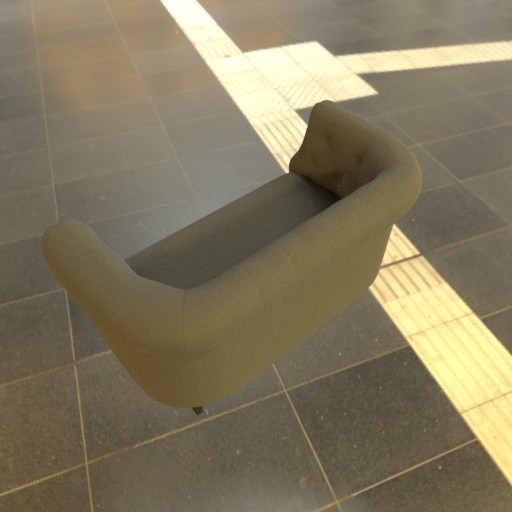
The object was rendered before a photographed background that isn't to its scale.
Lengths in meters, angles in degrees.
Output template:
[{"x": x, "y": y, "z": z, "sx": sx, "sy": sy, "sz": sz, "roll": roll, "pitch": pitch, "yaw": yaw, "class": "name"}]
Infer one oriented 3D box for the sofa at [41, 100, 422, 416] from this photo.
[{"x": 0.000, "y": 0.000, "z": 2.021, "sx": 1.558, "sy": 0.827, "sz": 0.835, "roll": -32, "pitch": 54, "yaw": -27, "class": "sofa"}]
